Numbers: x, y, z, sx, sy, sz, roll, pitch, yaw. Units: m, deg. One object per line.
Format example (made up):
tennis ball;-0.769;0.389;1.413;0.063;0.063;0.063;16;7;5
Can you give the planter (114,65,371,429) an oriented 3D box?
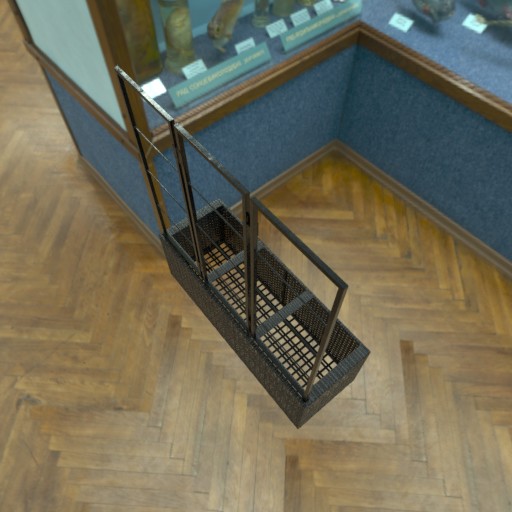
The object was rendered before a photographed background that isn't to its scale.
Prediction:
planter;0.000;0.000;1.161;0.244;0.841;0.699;-34;63;-20
